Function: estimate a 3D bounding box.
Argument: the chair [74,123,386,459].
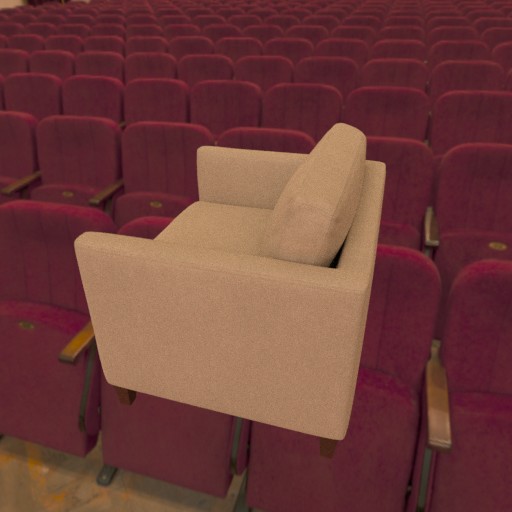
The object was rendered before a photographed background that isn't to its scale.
[{"bbox_3d":[0.000,0.000,1.862,0.959,0.961,1.107,9,32,14],"label":"chair"}]
